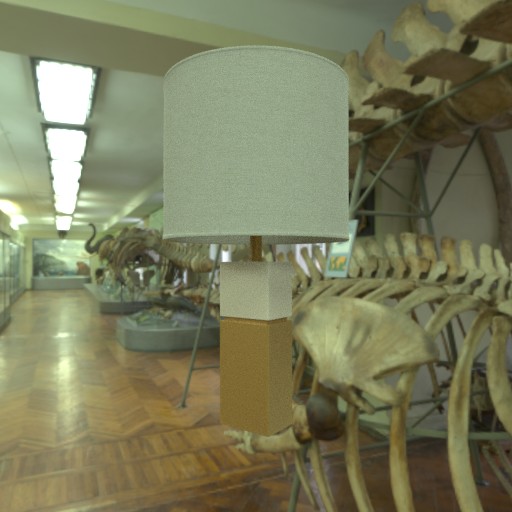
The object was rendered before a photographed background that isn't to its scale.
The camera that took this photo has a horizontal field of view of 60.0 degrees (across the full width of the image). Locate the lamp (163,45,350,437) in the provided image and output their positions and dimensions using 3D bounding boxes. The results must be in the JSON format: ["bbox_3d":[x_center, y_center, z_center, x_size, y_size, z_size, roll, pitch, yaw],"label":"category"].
[{"bbox_3d":[0.000,0.000,0.554,0.229,0.417,0.229,-1,-1,36],"label":"lamp"}]
